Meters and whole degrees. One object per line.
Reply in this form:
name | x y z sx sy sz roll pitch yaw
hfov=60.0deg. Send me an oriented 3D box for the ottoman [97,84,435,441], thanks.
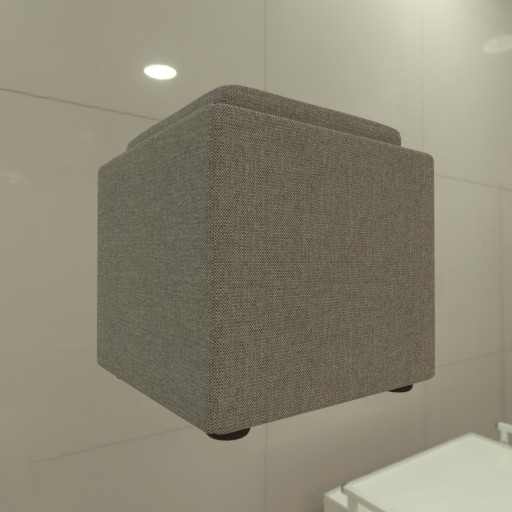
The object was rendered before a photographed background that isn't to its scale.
ottoman | 0.000 0.000 0.811 0.450 0.460 0.450 1 -1 -36
